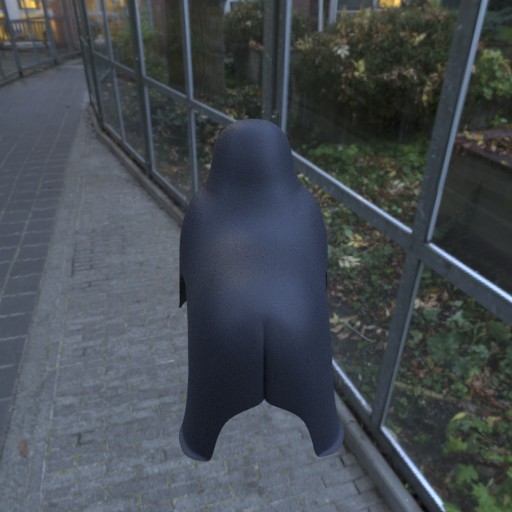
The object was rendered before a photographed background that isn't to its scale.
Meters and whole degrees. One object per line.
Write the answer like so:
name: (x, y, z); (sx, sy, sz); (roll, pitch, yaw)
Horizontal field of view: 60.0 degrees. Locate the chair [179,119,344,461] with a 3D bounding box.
chair: (0.000, 0.000, 1.147); (0.490, 0.600, 0.758); (-1, 30, -2)
